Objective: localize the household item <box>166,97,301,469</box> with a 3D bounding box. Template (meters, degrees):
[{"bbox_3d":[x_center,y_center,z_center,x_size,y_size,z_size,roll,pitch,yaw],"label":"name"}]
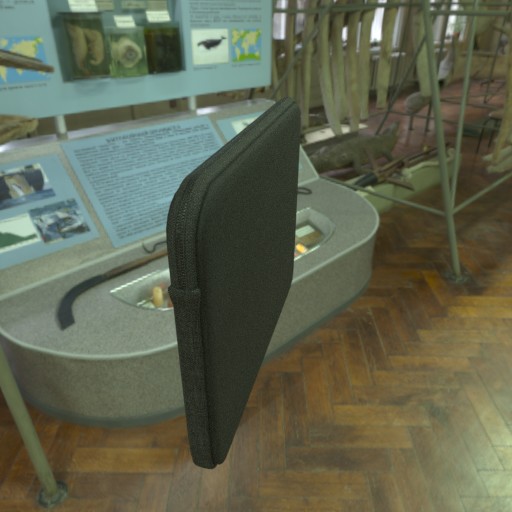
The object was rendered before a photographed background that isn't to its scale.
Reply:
[{"bbox_3d":[0.000,0.000,0.518,0.030,0.305,0.396,8,31,13],"label":"household item"}]
